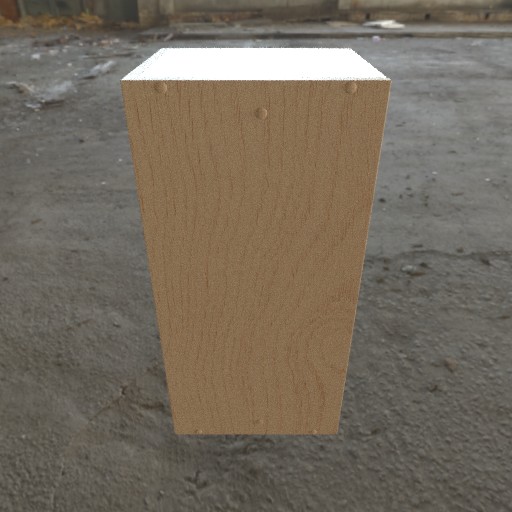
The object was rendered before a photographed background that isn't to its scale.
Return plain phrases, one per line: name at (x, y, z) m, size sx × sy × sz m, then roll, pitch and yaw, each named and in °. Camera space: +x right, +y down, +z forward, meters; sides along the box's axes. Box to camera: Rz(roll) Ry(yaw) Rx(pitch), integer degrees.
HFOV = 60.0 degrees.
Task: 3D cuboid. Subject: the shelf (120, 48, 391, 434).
shelf at (0.000, 0.000, 0.738) m, size 0.290 × 0.600 × 0.250 m, roll 0°, pitch 32°, yaw 0°
